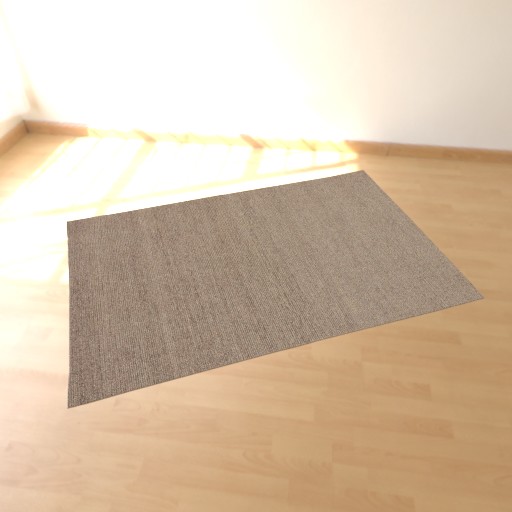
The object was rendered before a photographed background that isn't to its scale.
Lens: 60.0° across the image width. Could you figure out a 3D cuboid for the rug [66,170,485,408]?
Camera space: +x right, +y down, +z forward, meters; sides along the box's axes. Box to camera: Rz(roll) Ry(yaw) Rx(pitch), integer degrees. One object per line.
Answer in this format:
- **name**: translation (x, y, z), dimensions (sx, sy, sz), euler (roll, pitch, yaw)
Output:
- **rug**: translation (0.000, 0.000, 2.186), dimensions (1.792, 0.021, 1.154), euler (-12, 43, -13)
